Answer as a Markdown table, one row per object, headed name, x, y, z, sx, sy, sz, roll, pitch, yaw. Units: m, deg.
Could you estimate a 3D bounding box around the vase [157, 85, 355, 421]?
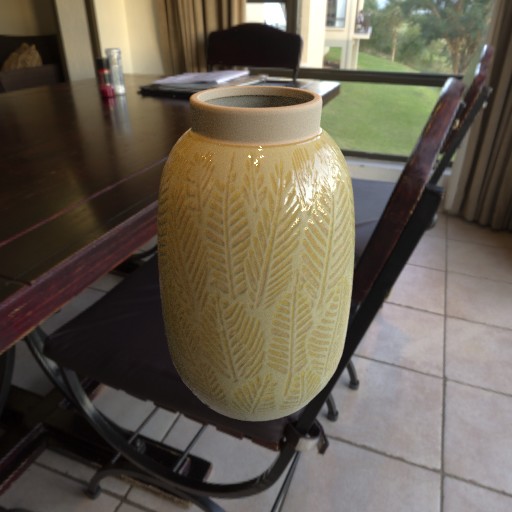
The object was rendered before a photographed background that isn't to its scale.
| name | x | y | z | sx | sy | sz | roll | pitch | yaw |
| --- | --- | --- | --- | --- | --- | --- | --- | --- | --- |
| vase | 0.000 | 0.000 | 0.391 | 0.172 | 0.270 | 0.172 | 0 | 30 | 0 |
